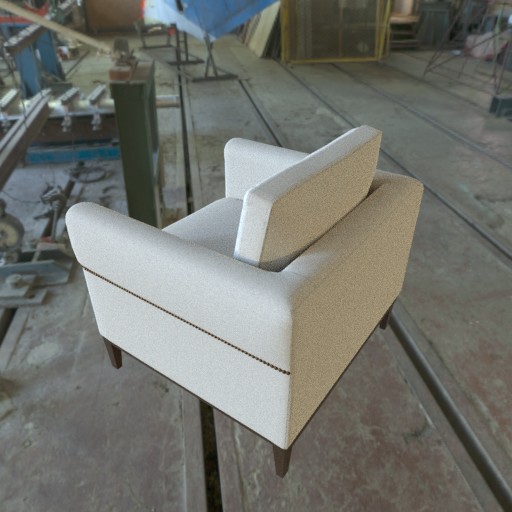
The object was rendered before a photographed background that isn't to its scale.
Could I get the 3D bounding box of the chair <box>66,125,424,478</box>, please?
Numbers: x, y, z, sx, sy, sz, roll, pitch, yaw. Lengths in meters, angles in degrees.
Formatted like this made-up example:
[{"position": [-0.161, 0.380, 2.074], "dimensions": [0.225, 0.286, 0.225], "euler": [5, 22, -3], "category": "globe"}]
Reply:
[{"position": [0.000, 0.000, 1.687], "dimensions": [0.896, 0.915, 0.982], "euler": [21, 38, 29], "category": "chair"}]
